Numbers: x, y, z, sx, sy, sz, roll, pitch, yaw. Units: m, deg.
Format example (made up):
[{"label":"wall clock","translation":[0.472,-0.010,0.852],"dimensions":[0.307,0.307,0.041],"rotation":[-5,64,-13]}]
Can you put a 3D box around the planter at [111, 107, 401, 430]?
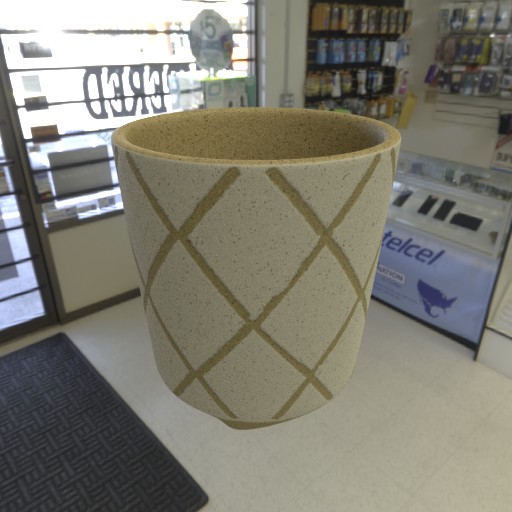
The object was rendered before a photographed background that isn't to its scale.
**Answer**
[{"label":"planter","translation":[0.000,0.000,0.413],"dimensions":[0.228,0.235,0.228],"rotation":[0,27,0]}]
